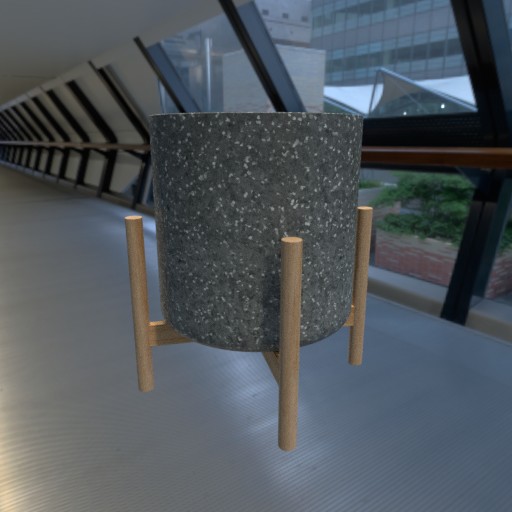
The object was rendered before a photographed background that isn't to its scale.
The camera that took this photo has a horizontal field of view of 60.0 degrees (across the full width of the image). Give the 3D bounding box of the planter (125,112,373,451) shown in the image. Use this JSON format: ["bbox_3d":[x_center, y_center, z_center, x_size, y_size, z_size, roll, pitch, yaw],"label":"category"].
[{"bbox_3d":[0.000,0.000,0.698,0.360,0.419,0.360,3,16,9],"label":"planter"}]
